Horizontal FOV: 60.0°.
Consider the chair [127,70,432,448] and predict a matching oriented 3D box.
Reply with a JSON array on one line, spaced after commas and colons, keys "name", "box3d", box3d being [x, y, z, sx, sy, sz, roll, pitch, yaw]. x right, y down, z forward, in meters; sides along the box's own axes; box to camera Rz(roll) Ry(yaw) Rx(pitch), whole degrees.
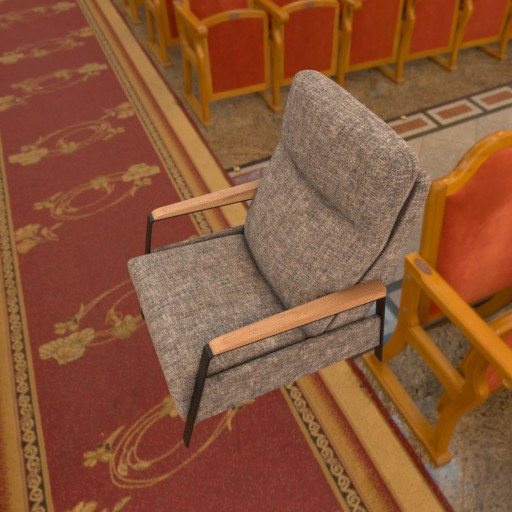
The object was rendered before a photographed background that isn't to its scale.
[{"name": "chair", "box3d": [0.000, 0.000, 1.583, 0.868, 1.042, 0.671, -18, 50, -16]}]
